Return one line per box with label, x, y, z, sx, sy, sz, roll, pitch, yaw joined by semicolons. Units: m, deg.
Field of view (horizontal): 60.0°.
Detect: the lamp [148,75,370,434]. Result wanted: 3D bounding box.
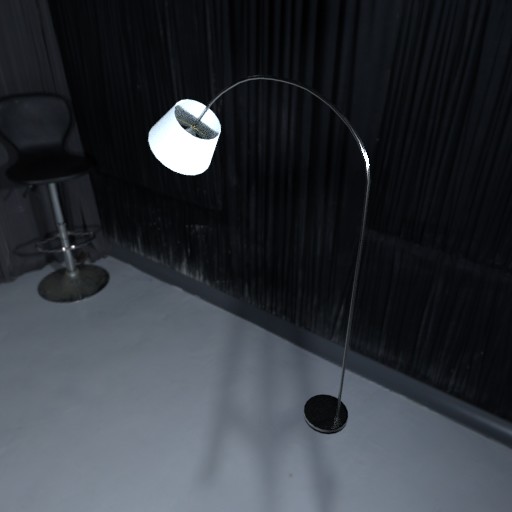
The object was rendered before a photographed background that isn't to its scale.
lamp;0.000;0.000;2.724;1.445;2.098;0.406;20;37;30
